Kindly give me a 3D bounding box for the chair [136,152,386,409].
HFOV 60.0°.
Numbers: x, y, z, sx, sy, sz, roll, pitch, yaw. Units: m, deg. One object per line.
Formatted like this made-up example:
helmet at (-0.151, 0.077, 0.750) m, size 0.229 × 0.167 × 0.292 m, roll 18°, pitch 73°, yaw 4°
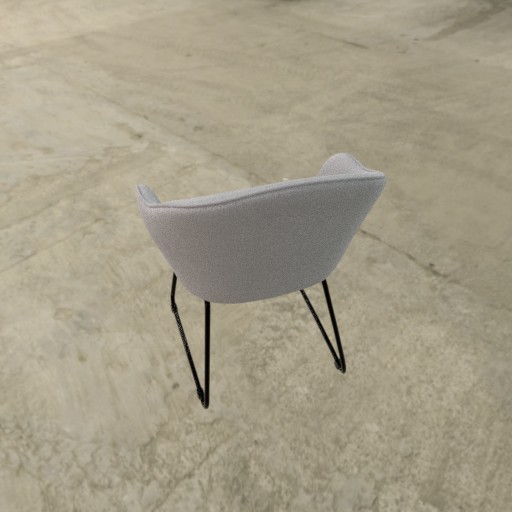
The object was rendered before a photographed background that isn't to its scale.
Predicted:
chair at (0.000, 0.000, 1.233) m, size 0.570 × 0.817 × 0.592 m, roll -12°, pitch 43°, yaw -13°
